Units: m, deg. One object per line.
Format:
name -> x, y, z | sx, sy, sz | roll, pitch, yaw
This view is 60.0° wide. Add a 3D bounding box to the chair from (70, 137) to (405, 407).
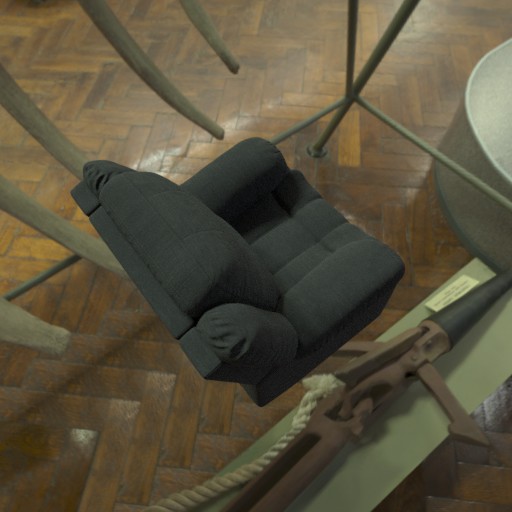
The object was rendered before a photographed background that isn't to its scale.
chair -> 0.000, 0.000, 1.742 | 0.944, 1.008, 0.899 | -33, 63, -19
